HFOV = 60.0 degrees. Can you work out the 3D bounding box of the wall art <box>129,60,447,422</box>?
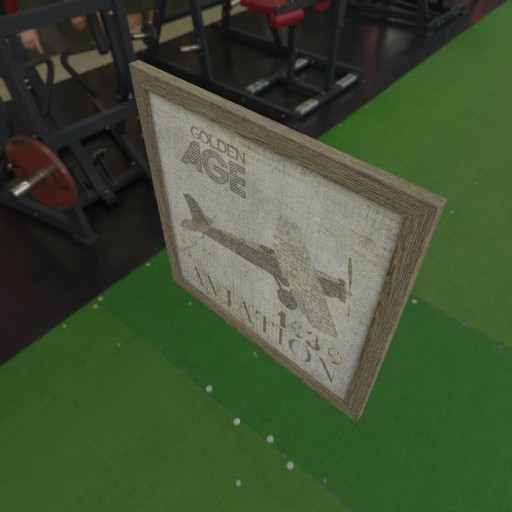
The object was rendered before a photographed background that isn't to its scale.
[{"bbox_3d":[0.000,0.000,0.747,0.508,0.508,0.019,33,55,28],"label":"wall art"}]
